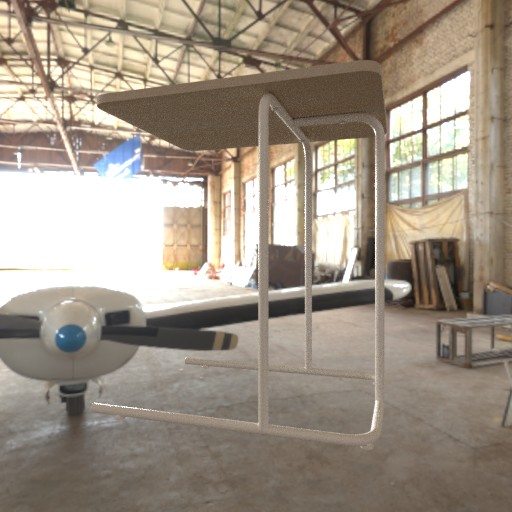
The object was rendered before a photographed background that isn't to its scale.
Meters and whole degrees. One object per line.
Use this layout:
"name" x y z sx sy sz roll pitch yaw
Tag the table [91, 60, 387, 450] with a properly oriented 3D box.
"table" 0.000 0.000 0.862 0.480 0.550 0.370 0 0 18
